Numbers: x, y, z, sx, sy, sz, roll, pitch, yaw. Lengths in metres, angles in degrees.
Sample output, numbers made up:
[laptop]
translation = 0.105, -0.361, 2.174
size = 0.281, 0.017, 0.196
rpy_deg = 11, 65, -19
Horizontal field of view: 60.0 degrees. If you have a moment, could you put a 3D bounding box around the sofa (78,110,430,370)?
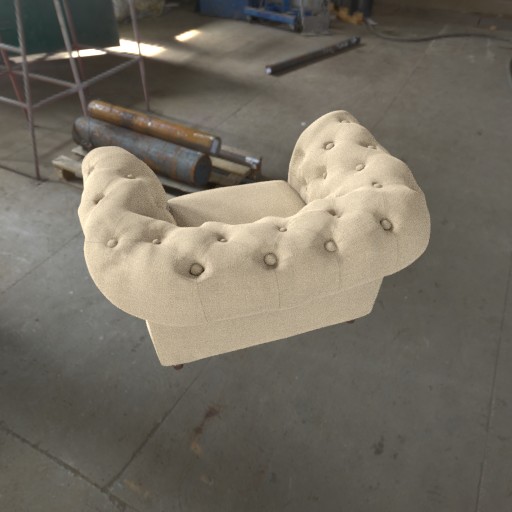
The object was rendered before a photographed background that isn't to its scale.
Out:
[sofa]
translation = 0.000, 0.000, 2.048
size = 1.405, 0.878, 1.034
rpy_deg = -12, 43, -13
